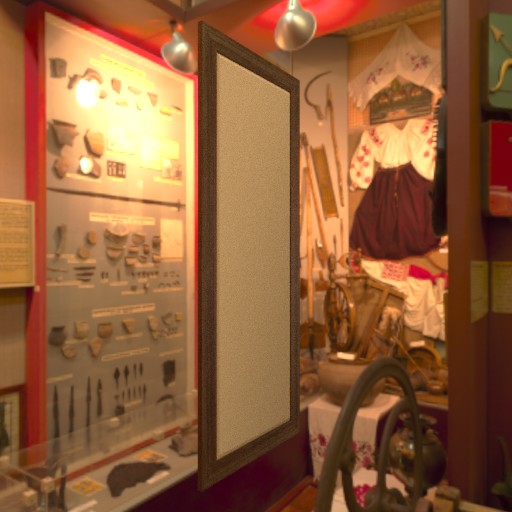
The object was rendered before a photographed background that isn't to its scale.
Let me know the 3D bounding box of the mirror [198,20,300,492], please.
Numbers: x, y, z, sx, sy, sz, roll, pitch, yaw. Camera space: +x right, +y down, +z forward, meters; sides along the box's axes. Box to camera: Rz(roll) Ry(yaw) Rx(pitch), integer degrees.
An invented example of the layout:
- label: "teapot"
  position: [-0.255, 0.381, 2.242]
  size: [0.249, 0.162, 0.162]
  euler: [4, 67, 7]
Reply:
- label: "mirror"
  position: [0.000, 0.000, 2.243]
  size: [0.025, 2.032, 0.812]
  euler: [0, 0, 37]
